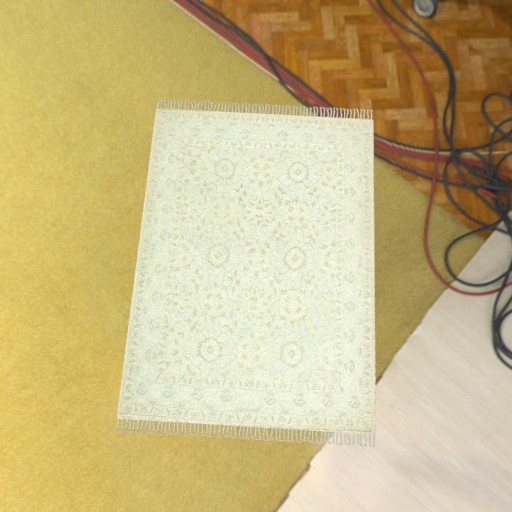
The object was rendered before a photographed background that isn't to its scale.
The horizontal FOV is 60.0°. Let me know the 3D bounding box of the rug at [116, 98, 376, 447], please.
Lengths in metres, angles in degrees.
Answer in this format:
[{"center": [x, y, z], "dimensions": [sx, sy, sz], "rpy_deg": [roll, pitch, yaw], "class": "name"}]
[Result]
[{"center": [0.000, 0.000, 2.292], "dimensions": [1.223, 0.015, 1.771], "rpy_deg": [3, 76, 1], "class": "rug"}]
